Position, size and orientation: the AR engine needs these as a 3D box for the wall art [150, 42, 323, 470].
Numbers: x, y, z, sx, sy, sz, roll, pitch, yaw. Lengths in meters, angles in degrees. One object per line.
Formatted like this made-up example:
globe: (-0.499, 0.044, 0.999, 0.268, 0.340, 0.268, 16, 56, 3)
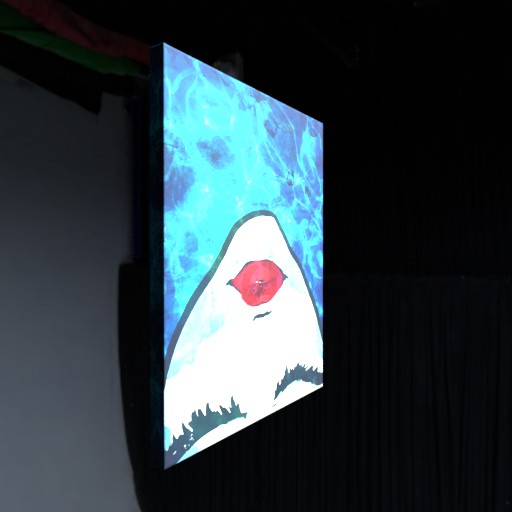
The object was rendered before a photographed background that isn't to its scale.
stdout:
wall art: (0.000, 0.000, 1.045, 0.038, 0.760, 0.609, 0, 1, 36)
